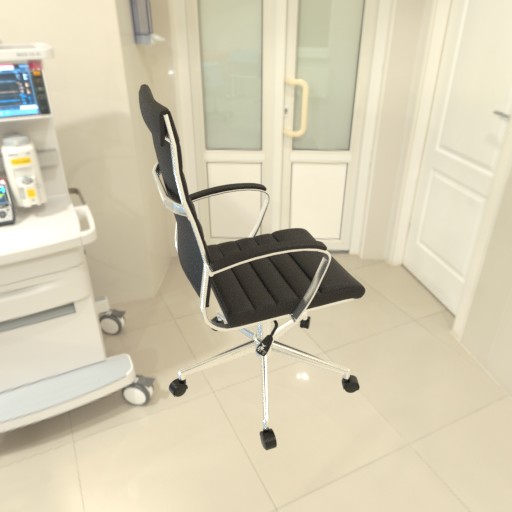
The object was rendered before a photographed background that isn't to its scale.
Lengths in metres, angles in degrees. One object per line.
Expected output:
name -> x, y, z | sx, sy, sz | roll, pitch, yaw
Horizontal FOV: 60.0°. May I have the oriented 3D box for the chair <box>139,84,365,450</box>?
chair -> 0.000, 0.000, 1.614 | 0.739, 1.149, 0.766 | -10, 31, -17
